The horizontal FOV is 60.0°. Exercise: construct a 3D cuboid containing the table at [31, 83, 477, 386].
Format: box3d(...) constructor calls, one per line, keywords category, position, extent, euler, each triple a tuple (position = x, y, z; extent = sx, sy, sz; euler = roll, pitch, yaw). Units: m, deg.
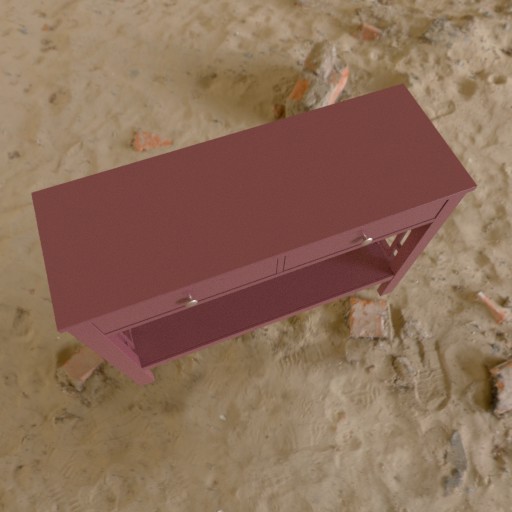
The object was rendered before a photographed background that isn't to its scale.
box3d(category="table", position=(0.000, 0.000, 1.461), extent=(1.068, 0.753, 0.397), euler=(-19, 66, -9))
